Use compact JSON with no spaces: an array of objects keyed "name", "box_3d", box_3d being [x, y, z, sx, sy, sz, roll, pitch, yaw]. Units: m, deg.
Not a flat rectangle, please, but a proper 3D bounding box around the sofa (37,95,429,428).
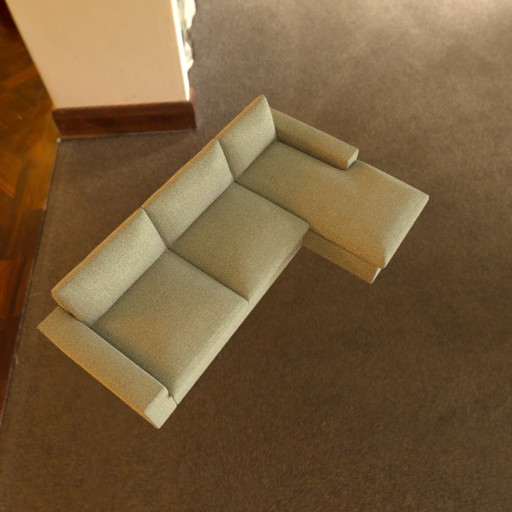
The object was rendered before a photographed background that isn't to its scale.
[{"name":"sofa","box_3d":[0.000,0.000,3.381,1.689,0.813,2.718,31,63,18]}]
